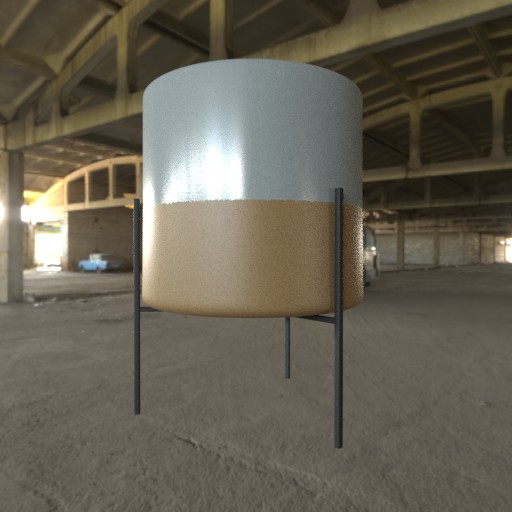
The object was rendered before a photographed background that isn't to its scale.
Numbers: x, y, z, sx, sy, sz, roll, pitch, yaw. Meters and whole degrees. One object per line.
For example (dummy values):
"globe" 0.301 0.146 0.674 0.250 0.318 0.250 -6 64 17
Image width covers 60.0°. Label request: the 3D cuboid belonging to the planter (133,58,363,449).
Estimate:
"planter" 0.000 0.000 0.627 0.310 0.432 0.310 1 1 37
